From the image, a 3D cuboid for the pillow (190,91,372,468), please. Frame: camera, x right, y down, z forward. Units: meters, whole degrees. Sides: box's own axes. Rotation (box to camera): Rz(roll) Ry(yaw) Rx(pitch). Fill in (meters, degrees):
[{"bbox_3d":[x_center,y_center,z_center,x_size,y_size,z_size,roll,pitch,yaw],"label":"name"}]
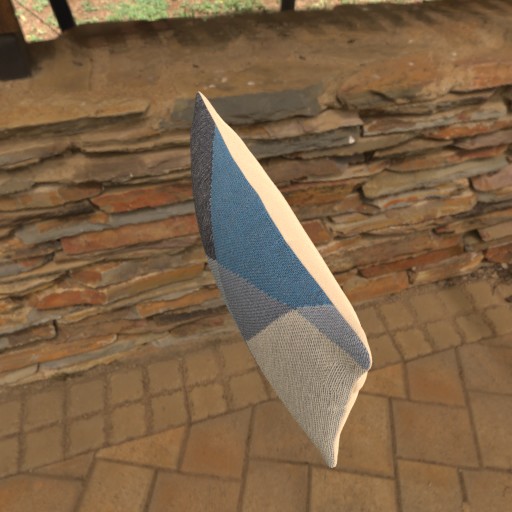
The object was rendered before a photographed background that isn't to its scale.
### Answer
[{"bbox_3d":[0.000,0.000,0.724,0.148,0.307,0.604,-16,49,-15],"label":"pillow"}]
